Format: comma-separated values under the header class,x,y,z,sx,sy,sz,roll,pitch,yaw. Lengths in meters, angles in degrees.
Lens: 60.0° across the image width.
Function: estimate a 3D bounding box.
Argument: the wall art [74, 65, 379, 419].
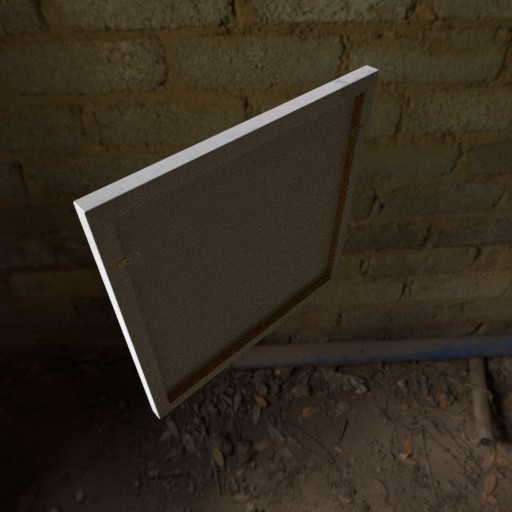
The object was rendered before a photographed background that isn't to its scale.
class,x,y,z,sx,sy,sz,roll,pitch,yaw
wall art,0.000,0.000,1.154,0.762,0.762,0.041,-34,55,-28
